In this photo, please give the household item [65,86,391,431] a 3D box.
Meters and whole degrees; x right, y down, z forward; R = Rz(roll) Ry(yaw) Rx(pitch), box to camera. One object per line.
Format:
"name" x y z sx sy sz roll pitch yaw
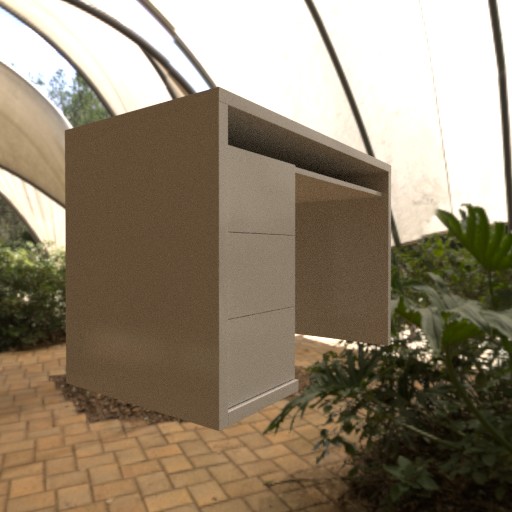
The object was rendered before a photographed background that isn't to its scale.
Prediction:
"household item" 0.000 0.000 1.581 0.597 0.749 1.100 1 1 36
